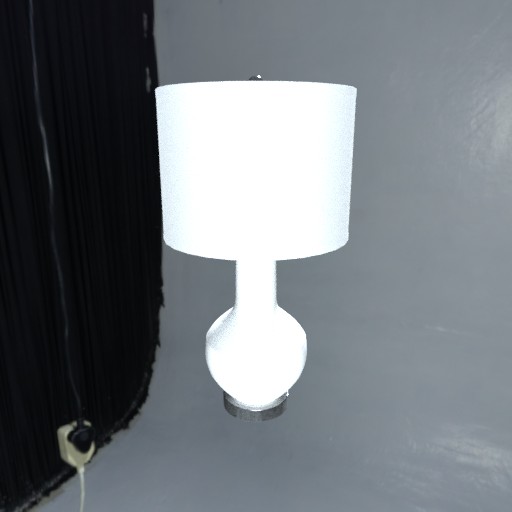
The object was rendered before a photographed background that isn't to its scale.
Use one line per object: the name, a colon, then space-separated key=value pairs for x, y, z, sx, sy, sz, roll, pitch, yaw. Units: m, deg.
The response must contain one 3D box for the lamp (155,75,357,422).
lamp: x=0.000 y=0.000 z=0.887 sx=0.357 sy=0.673 sz=0.357 roll=8 pitch=18 yaw=26
